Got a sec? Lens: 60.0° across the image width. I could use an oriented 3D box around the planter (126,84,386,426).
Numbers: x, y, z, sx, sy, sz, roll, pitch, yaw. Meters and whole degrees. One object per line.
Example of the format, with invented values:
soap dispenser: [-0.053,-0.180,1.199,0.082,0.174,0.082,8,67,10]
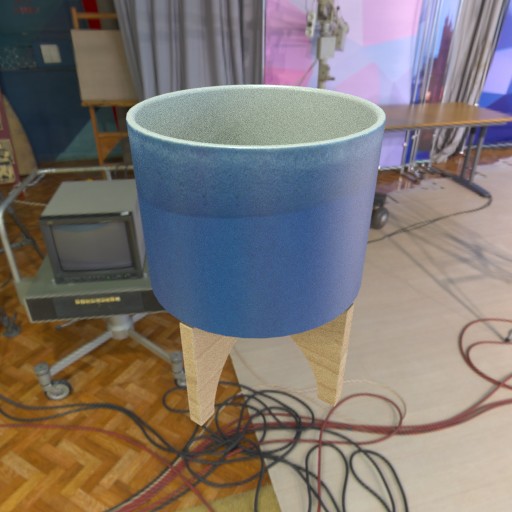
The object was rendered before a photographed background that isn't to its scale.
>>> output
planter: [0.000,0.000,0.406,0.192,0.263,0.192,0,31,0]
